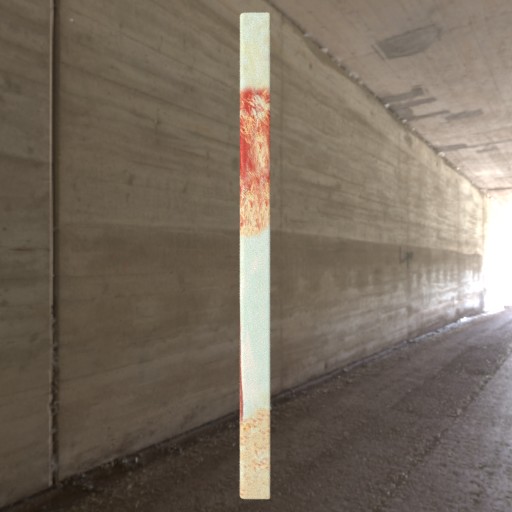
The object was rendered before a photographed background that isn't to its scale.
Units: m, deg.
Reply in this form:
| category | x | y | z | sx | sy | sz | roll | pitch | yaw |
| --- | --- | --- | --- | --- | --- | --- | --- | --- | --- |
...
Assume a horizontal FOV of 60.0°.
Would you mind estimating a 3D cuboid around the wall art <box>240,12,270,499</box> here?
| category | x | y | z | sx | sy | sz | roll | pitch | yaw |
| --- | --- | --- | --- | --- | --- | --- | --- | --- | --- |
| wall art | 0.000 | 0.000 | 0.754 | 0.038 | 0.610 | 0.401 | 0 | 0 | 0 |
